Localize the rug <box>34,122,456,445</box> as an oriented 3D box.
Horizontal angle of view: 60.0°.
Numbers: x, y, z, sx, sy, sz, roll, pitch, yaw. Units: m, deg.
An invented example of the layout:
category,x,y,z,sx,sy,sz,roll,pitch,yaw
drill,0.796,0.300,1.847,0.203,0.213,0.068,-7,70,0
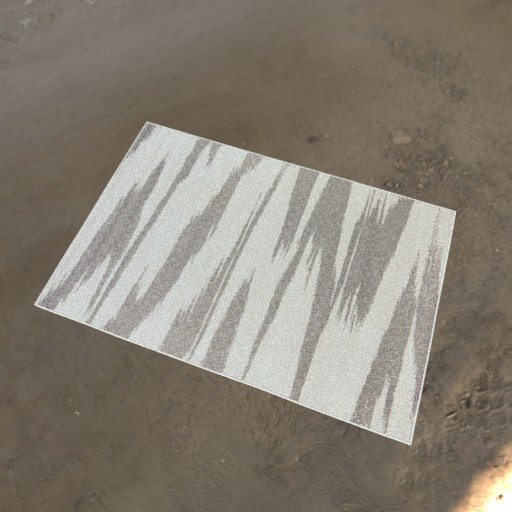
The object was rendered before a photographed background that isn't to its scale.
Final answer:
category,x,y,z,sx,sy,sz,roll,pitch,yaw
rug,0.000,0.000,2.242,1.827,0.008,1.225,18,65,9
